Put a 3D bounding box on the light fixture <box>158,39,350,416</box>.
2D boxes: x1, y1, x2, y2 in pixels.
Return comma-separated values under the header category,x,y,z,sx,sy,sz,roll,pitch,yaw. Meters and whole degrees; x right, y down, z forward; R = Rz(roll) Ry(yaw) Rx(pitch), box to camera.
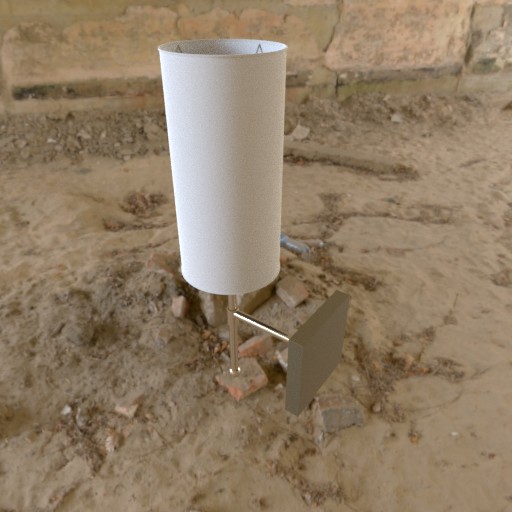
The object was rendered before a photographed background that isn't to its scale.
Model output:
category,x,y,z,sx,sy,sz,roll,pitch,yaw
light fixture,0.000,0.000,0.542,0.208,0.462,0.128,21,37,30
